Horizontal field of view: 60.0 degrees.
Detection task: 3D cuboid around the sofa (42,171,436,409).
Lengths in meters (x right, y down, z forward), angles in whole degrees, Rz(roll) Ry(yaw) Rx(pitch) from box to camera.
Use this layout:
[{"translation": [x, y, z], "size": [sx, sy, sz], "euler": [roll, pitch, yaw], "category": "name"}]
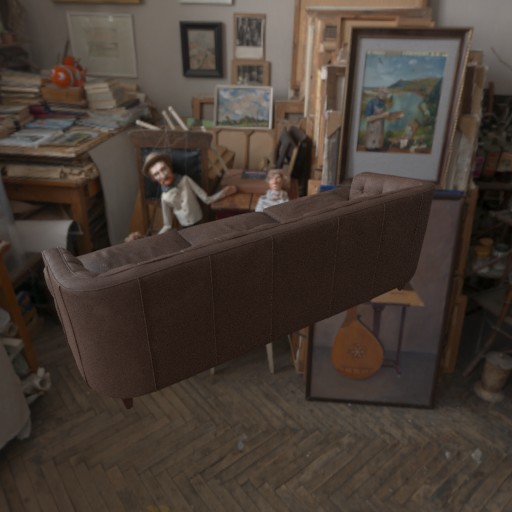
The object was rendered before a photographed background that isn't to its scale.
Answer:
[{"translation": [0.000, 0.000, 2.647], "size": [2.227, 0.787, 0.927], "euler": [-18, 34, -27], "category": "sofa"}]
